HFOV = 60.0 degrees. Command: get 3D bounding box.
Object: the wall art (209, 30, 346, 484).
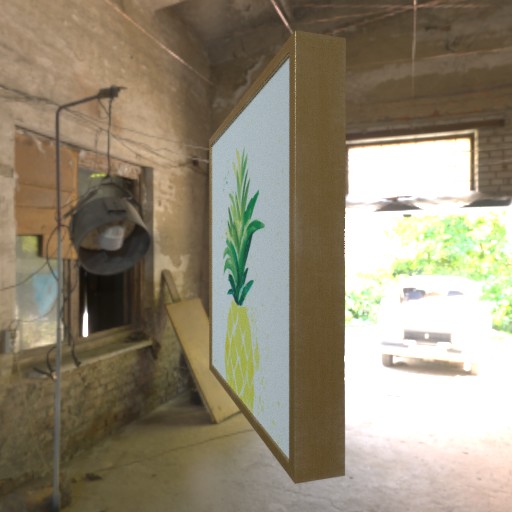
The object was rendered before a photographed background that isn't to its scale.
[{"bbox_3d":[0.000,0.000,0.449,0.038,0.305,0.306,0,1,-17],"label":"wall art"}]
